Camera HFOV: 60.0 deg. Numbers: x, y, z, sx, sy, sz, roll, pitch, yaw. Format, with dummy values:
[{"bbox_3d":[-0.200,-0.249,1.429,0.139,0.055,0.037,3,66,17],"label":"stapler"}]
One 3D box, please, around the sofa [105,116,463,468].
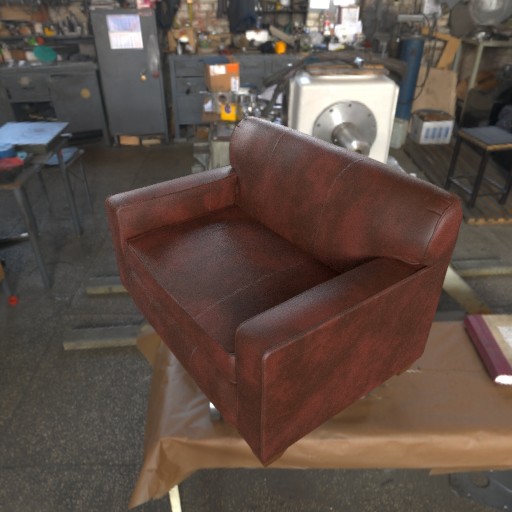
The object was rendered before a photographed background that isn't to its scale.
[{"bbox_3d":[0.000,0.000,2.106,1.000,0.956,1.413,-21,38,-29],"label":"sofa"}]
